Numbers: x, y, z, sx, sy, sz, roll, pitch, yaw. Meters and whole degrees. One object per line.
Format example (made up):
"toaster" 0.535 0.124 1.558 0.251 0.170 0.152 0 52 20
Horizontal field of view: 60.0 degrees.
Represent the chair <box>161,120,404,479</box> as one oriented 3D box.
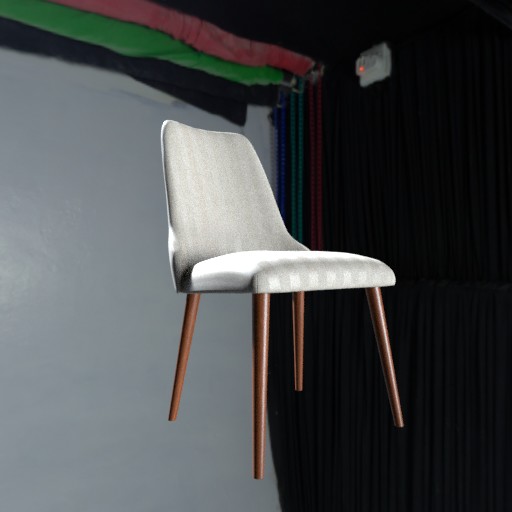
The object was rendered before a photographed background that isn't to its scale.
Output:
"chair" 0.000 0.000 1.326 0.526 0.917 0.684 0 0 -36
